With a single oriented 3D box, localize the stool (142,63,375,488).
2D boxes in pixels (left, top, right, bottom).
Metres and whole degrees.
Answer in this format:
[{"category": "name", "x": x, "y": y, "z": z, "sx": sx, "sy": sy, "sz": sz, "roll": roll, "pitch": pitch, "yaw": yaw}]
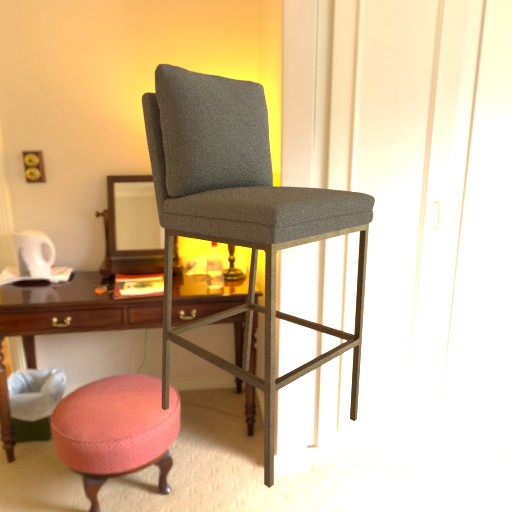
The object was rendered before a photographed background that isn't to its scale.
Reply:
[{"category": "stool", "x": 0.000, "y": 0.000, "z": 1.410, "sx": 0.569, "sy": 1.132, "sz": 0.463, "roll": 13, "pitch": 18, "yaw": 43}]
